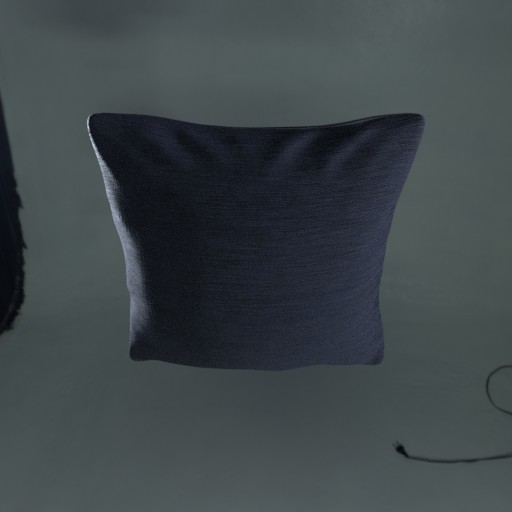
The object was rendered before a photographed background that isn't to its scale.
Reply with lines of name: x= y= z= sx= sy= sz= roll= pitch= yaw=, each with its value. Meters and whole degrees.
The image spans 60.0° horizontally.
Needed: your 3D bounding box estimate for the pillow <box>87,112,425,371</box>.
pillow: x=0.000 y=0.000 z=0.659 sx=0.432 sy=0.414 sz=0.246 roll=0 pitch=29 yaw=1
